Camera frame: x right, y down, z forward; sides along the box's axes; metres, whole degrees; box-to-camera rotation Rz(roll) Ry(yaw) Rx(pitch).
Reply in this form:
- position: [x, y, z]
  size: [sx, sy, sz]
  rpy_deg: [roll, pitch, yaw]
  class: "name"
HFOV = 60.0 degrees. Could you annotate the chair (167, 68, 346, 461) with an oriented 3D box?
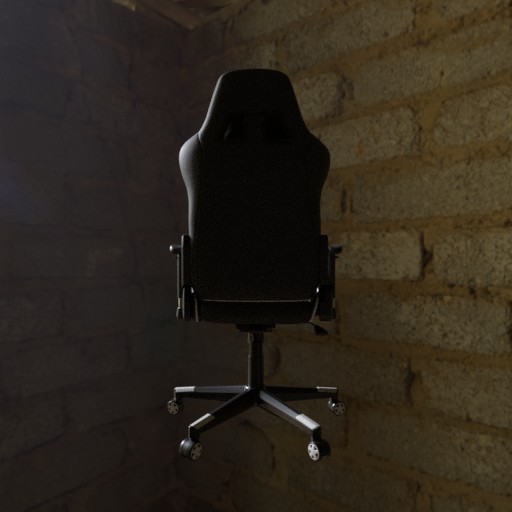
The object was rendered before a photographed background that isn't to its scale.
- position: [0.000, 0.000, 1.669]
  size: [0.700, 1.240, 0.700]
  rpy_deg: [0, 0, 1]
  class: "chair"
